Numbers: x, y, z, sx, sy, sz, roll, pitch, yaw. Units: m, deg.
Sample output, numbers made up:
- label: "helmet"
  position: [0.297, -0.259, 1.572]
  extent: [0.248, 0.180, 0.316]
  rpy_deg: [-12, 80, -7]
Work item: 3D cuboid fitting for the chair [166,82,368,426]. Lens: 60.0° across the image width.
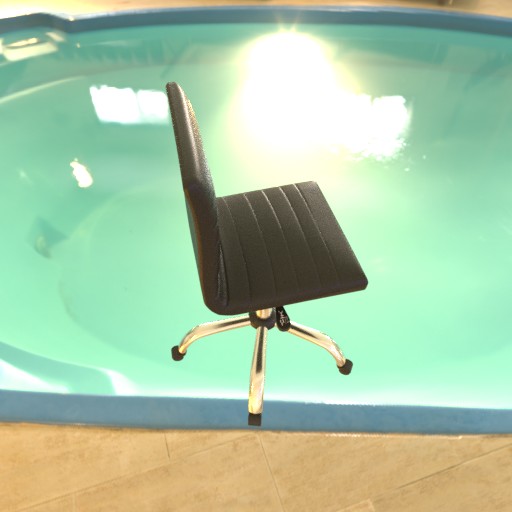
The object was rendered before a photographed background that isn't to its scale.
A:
- label: "chair"
  position: [0.000, 0.000, 1.133]
  extent: [0.530, 0.780, 0.556]
  rpy_deg: [-9, 46, -9]
